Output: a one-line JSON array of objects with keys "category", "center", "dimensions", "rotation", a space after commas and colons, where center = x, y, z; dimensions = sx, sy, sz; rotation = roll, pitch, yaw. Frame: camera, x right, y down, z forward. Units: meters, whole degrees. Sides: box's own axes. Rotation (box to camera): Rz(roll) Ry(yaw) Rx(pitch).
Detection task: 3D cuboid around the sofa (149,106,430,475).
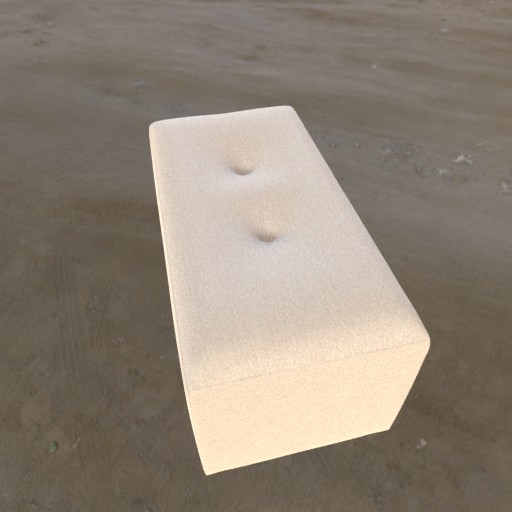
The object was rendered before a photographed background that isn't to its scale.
[{"category": "sofa", "center": [0.000, 0.000, 1.217], "dimensions": [0.480, 0.470, 0.930], "rotation": [-10, 47, -9]}]
